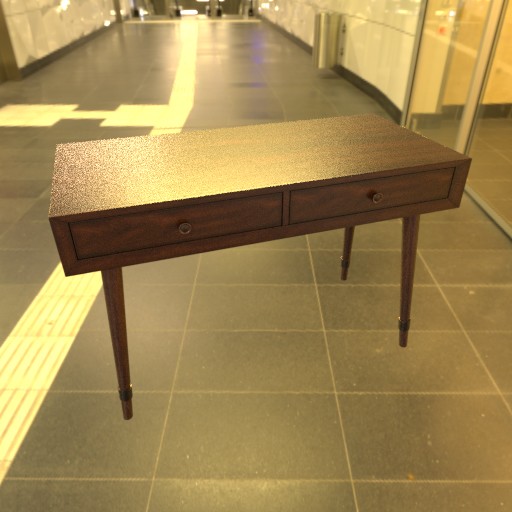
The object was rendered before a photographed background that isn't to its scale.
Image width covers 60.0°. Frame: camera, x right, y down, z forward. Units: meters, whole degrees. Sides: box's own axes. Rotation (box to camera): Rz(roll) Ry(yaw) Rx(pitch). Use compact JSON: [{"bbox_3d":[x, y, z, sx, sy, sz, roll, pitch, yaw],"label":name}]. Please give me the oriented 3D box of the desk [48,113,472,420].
[{"bbox_3d":[0.000,0.000,2.118,1.577,1.031,0.734,-10,34,-16],"label":"desk"}]
